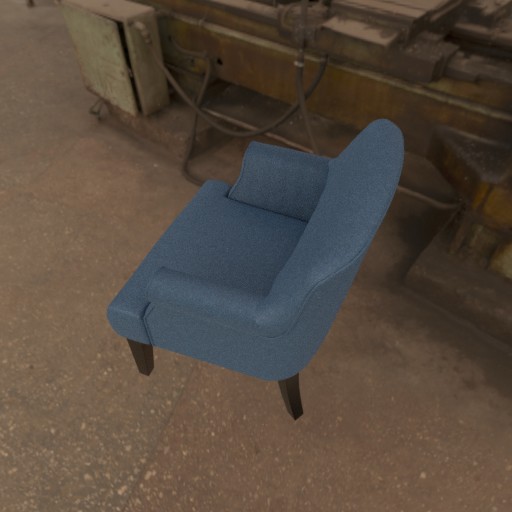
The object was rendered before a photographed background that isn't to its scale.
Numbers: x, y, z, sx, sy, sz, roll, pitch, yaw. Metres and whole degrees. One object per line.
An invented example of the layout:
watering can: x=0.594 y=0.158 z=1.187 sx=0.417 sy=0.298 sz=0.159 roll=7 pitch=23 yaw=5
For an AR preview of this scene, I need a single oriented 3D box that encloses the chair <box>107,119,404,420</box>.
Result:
chair: x=0.000 y=0.000 z=1.483 sx=0.754 sy=0.878 sz=0.770 roll=16 pitch=49 yaw=15
